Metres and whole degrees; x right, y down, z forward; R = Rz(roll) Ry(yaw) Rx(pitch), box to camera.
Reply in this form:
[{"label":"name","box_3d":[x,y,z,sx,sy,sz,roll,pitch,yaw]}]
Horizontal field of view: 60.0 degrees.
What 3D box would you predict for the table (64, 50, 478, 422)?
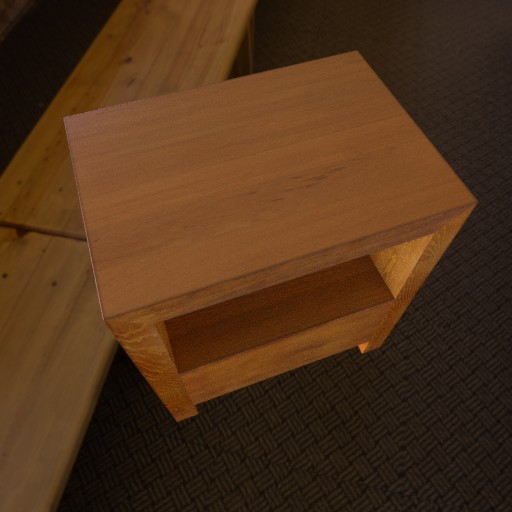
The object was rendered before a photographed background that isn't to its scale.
[{"label":"table","box_3d":[0.000,0.000,0.957,0.550,0.605,0.400,-17,60,-10]}]
